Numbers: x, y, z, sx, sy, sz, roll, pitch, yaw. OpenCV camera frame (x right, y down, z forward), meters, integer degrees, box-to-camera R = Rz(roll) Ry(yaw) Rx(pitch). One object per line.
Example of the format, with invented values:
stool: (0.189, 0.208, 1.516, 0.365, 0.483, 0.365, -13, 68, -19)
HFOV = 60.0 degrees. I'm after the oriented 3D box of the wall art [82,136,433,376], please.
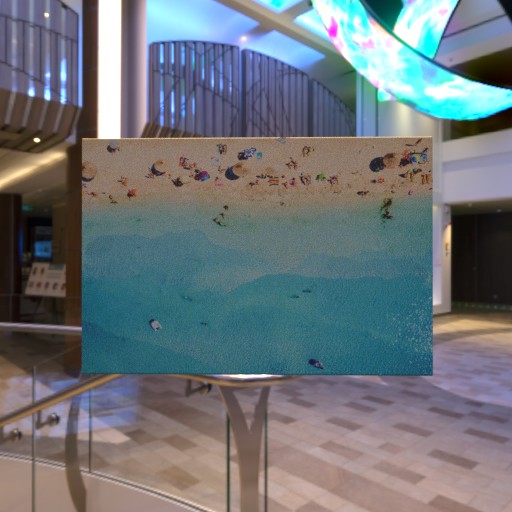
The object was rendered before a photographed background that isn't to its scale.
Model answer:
wall art: (0.000, 0.000, 1.453, 1.136, 0.769, 0.040, 0, 0, 1)
